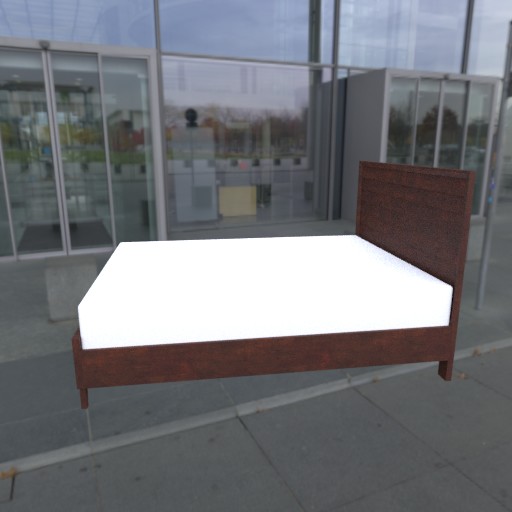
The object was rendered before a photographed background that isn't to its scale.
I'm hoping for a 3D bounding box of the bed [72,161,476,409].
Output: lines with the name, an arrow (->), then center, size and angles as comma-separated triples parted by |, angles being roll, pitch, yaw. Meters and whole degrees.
bed -> 0.000, 0.000, 3.179 | 2.184, 1.270, 1.600 | -2, 14, -9
